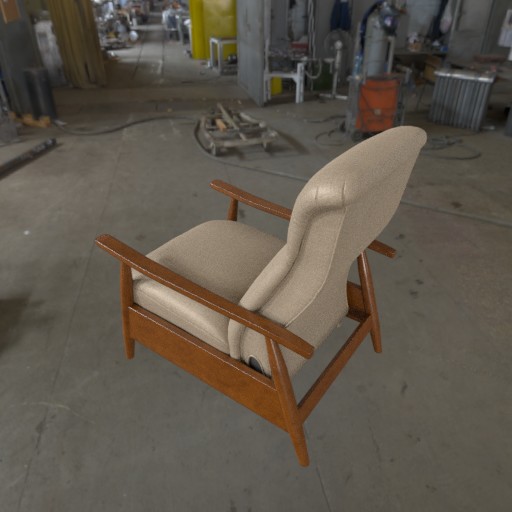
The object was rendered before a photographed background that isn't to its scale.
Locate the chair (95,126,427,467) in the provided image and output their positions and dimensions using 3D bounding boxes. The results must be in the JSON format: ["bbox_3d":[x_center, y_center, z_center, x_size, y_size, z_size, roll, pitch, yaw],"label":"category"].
[{"bbox_3d":[0.000,0.000,1.798,1.032,1.082,0.762,20,37,29],"label":"chair"}]
